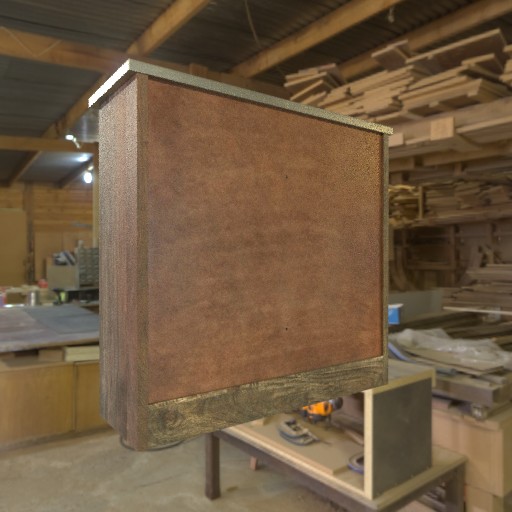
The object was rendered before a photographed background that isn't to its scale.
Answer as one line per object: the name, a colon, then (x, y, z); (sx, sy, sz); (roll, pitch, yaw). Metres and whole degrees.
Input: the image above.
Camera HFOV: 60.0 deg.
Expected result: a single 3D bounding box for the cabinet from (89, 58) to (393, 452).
cabinet: (0.000, 0.000, 1.446); (0.968, 0.919, 0.338); (0, 0, -36)
